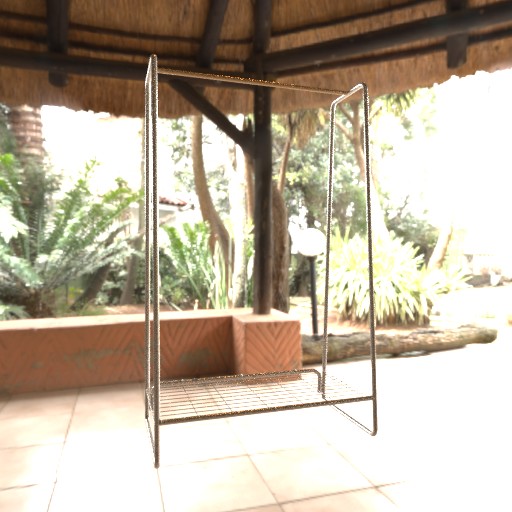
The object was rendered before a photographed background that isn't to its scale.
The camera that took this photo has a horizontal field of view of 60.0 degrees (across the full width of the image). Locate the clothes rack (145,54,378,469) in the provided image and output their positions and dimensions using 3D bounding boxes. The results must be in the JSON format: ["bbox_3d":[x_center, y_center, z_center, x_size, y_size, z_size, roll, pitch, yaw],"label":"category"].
[{"bbox_3d":[0.000,0.000,1.904,0.900,1.500,0.495,0,1,-18],"label":"clothes rack"}]
